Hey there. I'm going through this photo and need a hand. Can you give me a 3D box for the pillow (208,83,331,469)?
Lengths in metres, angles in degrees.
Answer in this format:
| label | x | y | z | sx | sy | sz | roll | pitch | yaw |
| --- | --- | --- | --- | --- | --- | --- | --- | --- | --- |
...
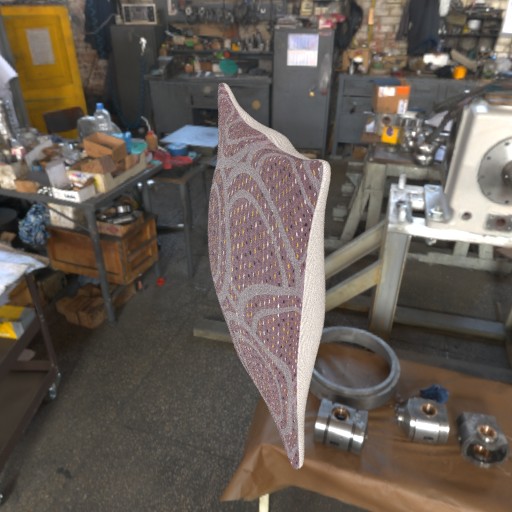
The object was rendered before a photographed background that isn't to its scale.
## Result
| label | x | y | z | sx | sy | sz | roll | pitch | yaw |
| --- | --- | --- | --- | --- | --- | --- | --- | --- | --- |
| pillow | 0.000 | 0.000 | 0.797 | 0.163 | 0.513 | 0.514 | -8 | 32 | -13 |
